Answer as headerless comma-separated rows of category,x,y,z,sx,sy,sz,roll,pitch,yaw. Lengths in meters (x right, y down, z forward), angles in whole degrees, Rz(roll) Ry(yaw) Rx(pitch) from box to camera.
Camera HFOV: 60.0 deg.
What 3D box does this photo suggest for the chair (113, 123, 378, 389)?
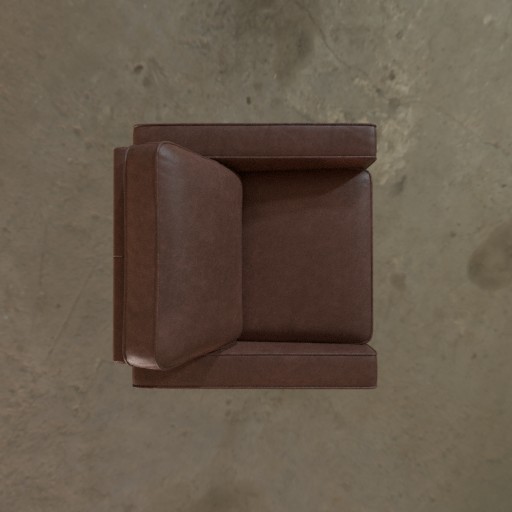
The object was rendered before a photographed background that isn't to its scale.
chair,0.000,0.000,1.755,0.940,0.919,1.017,0,89,1
